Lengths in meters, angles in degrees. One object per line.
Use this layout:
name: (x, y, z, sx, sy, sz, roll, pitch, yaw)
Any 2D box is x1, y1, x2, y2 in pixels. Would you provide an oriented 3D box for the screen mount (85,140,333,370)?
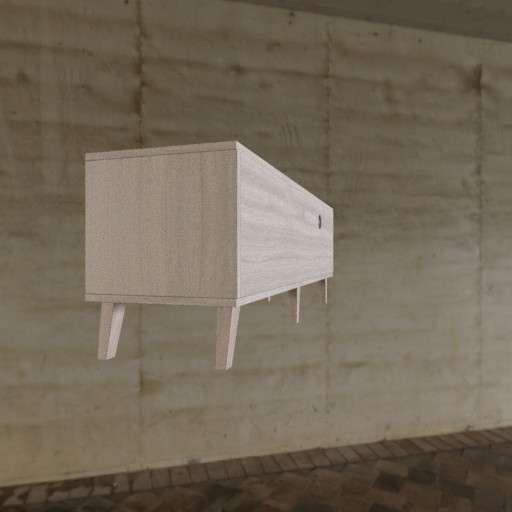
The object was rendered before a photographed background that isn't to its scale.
screen mount: (0.000, 0.000, 1.742, 0.401, 0.509, 1.500, 0, 0, 18)
